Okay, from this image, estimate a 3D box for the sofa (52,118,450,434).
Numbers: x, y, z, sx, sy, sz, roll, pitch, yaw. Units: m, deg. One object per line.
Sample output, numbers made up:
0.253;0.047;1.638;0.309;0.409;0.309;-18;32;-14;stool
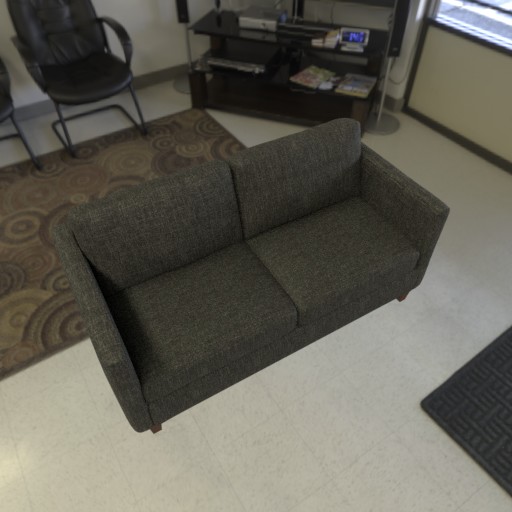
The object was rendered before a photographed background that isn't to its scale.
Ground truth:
0.000;0.000;2.465;1.884;0.963;0.950;-23;51;-20;sofa
